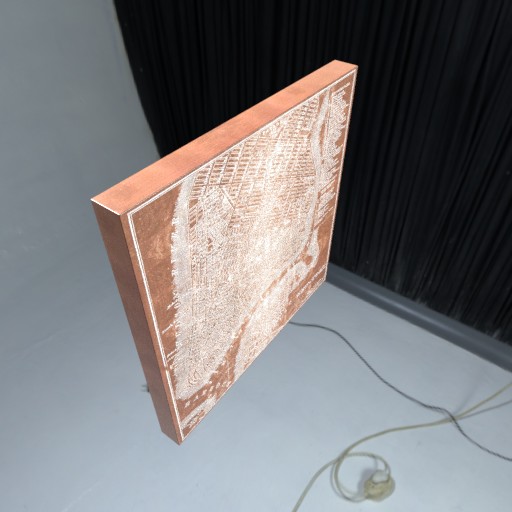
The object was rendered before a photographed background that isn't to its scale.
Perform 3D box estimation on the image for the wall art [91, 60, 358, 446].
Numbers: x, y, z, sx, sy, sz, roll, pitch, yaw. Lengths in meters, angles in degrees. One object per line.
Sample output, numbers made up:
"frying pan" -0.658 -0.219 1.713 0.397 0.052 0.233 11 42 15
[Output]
"wall art" 0.000 0.000 0.607 0.035 0.403 0.403 27 49 26
